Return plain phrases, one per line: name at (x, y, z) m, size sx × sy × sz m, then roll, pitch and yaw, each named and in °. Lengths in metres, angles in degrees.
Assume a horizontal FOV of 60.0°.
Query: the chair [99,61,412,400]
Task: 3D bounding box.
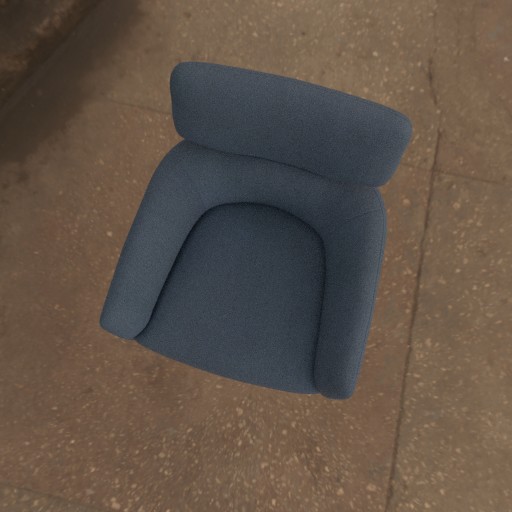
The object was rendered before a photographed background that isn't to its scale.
chair at (0.000, 0.000, 1.387) m, size 0.738 × 0.813 × 0.761 m, roll 15°, pitch 76°, yaw 4°
